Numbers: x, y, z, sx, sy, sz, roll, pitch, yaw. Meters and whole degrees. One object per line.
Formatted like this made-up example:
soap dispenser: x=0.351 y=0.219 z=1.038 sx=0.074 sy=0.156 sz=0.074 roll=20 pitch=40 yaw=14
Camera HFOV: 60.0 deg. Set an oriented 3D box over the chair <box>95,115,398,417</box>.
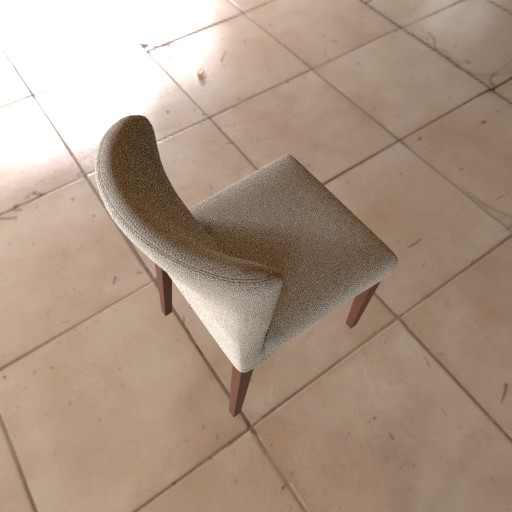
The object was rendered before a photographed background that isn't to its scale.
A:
chair: x=0.000 y=0.000 z=1.168 sx=0.589 sy=0.839 sz=0.491 roll=-32 pitch=64 yaw=-18
